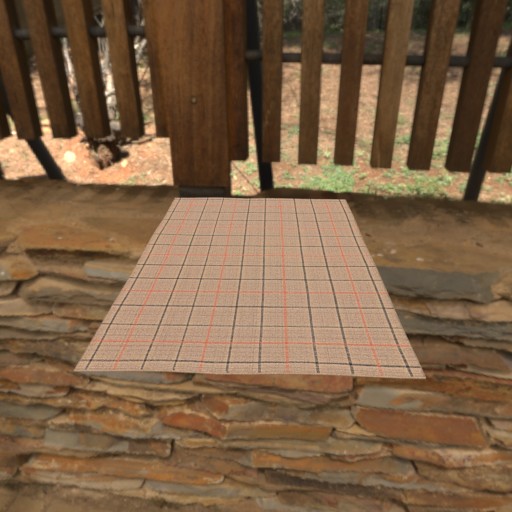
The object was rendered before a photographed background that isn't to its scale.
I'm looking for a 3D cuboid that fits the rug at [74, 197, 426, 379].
[{"bbox_3d":[0.000,0.000,2.350,1.220,0.013,1.829,1,27,2],"label":"rug"}]
